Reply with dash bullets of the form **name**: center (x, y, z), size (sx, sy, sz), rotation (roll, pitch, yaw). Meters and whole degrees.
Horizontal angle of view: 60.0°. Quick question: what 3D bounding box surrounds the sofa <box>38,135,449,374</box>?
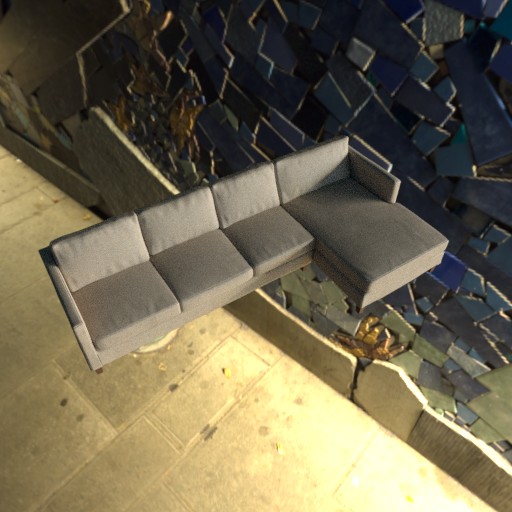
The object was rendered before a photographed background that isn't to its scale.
- **sofa**: center (0.000, 0.000, 3.889), size (3.186, 0.846, 1.625), rotation (-25, 50, -22)
